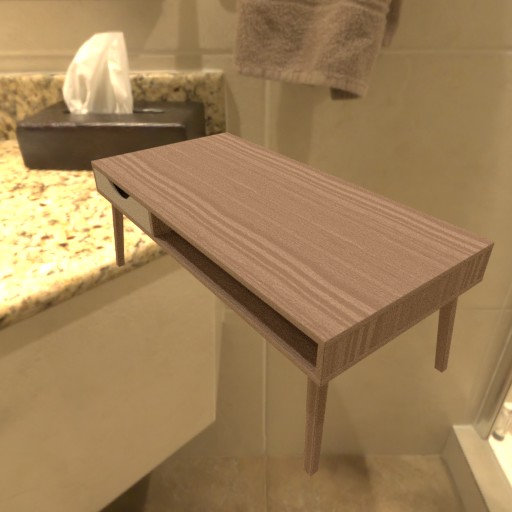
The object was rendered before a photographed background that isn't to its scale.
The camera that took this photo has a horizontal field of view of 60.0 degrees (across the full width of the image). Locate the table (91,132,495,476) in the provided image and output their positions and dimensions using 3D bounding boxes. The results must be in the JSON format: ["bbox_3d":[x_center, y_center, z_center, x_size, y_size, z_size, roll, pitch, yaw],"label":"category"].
[{"bbox_3d":[0.000,0.000,1.485,0.600,0.450,1.200,-22,38,-31],"label":"table"}]
